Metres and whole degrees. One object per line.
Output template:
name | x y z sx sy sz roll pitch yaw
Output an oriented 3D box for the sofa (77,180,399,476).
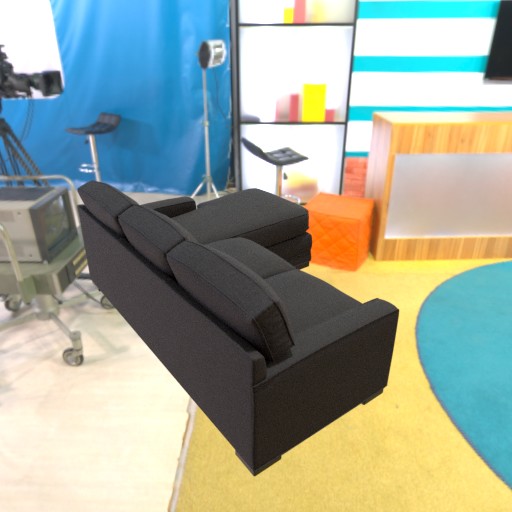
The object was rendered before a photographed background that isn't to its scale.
sofa | 0.000 0.000 3.243 1.790 0.973 2.370 -18 32 -32
